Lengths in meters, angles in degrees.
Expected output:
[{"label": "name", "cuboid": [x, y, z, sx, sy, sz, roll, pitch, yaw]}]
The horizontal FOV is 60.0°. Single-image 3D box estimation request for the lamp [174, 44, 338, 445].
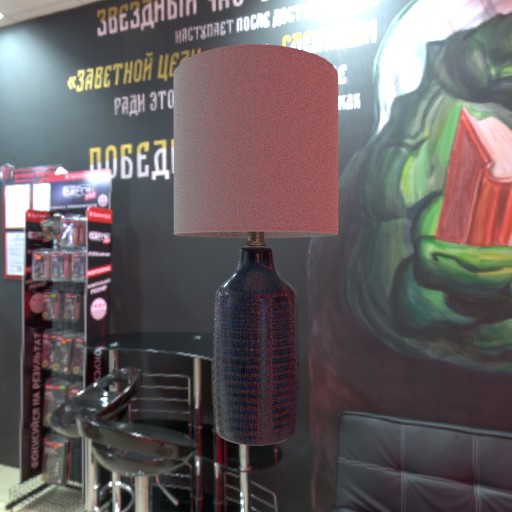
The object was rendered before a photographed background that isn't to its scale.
[{"label": "lamp", "cuboid": [0.000, 0.000, 0.606, 0.220, 0.475, 0.220, 0, 1, -36]}]
